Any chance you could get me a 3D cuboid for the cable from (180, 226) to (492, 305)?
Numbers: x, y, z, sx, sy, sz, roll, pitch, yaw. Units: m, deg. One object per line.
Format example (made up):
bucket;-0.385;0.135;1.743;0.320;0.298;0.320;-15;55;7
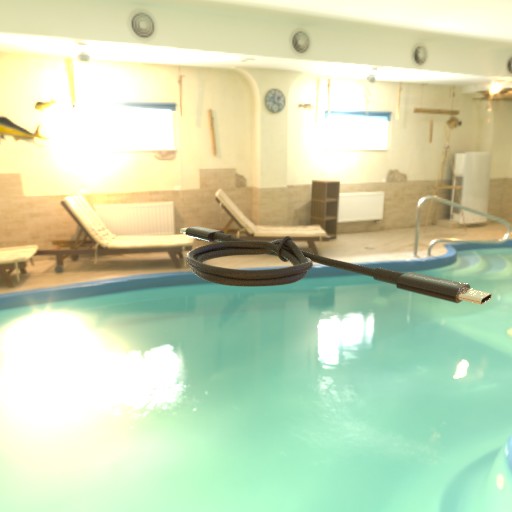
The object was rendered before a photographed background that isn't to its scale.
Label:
cable;0.000;0.000;0.224;0.070;0.014;0.203;-13;19;-42
